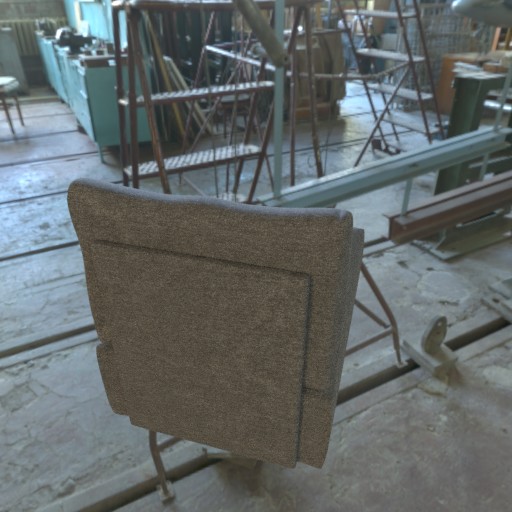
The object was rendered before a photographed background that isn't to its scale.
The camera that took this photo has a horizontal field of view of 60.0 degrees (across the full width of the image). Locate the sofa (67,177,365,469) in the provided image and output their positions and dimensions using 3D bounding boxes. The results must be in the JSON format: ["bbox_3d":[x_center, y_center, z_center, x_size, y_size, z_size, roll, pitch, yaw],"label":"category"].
[{"bbox_3d":[0.000,0.000,1.542,0.700,0.820,1.000,9,32,14],"label":"sofa"}]
